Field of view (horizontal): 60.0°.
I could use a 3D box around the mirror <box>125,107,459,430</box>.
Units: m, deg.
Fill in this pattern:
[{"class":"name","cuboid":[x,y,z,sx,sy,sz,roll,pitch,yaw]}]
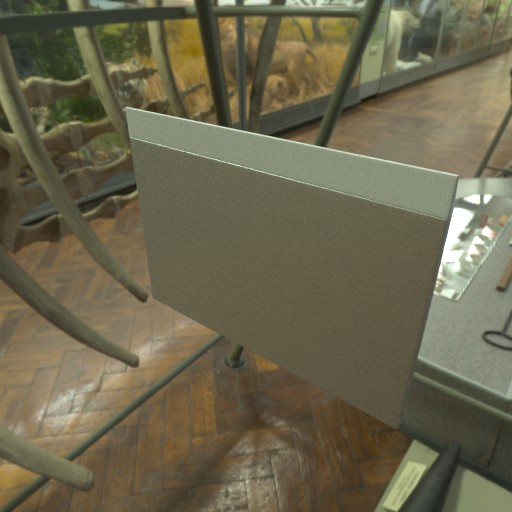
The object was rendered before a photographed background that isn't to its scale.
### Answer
[{"class":"mirror","cuboid":[0.000,0.000,1.132,0.870,0.630,0.030,21,36,32]}]
